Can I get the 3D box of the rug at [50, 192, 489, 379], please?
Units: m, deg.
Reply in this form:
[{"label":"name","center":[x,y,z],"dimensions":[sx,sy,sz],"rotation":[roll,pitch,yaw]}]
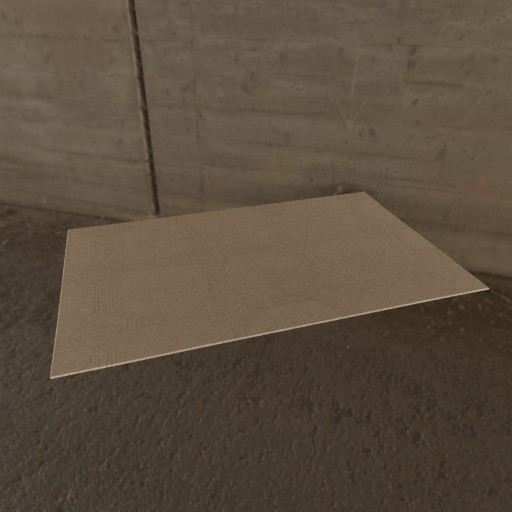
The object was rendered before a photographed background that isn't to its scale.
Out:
[{"label":"rug","center":[0.000,0.000,2.957],"dimensions":[2.440,0.008,1.524],"rotation":[-9,32,-14]}]
